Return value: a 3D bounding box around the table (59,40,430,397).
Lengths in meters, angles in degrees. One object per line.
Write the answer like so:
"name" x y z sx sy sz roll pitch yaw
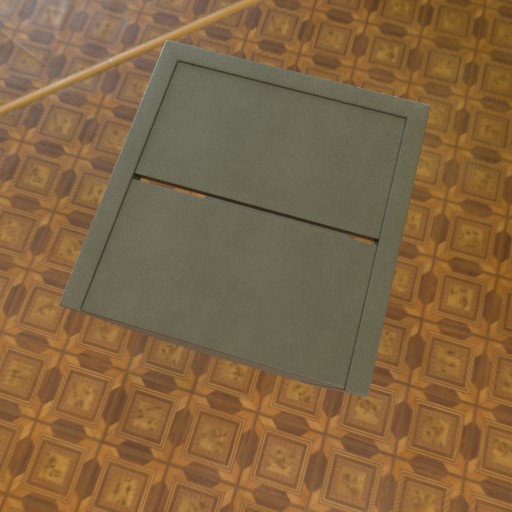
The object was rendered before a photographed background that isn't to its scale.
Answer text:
"table" 0.000 0.000 0.897 0.405 0.609 0.420 16 76 4
